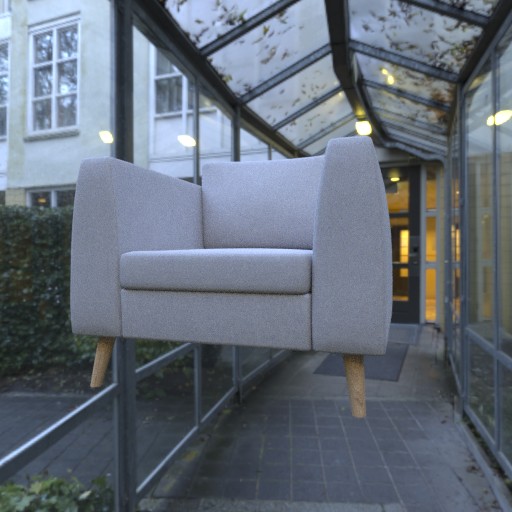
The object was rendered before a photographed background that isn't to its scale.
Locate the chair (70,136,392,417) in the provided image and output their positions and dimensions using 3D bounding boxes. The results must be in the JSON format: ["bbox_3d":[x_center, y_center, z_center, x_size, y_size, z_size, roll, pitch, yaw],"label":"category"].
[{"bbox_3d":[0.000,0.000,1.719,1.000,0.860,0.930,0,1,18],"label":"chair"}]
